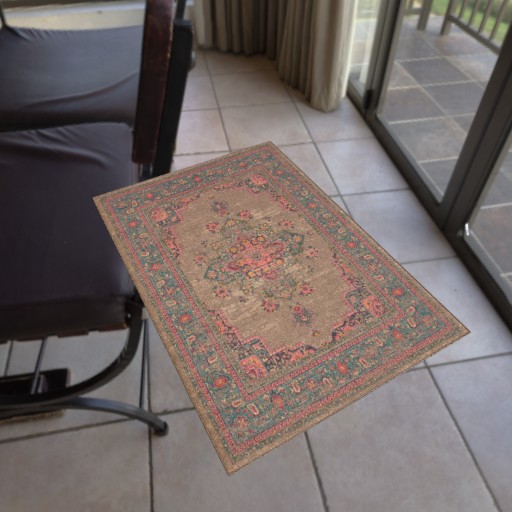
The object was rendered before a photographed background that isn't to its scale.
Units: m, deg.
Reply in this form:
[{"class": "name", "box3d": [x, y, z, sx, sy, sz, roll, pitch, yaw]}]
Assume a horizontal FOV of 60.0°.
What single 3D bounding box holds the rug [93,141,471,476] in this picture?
[{"class": "rug", "box3d": [0.000, 0.000, 3.771, 2.005, 0.013, 2.890, -23, 51, -20]}]
